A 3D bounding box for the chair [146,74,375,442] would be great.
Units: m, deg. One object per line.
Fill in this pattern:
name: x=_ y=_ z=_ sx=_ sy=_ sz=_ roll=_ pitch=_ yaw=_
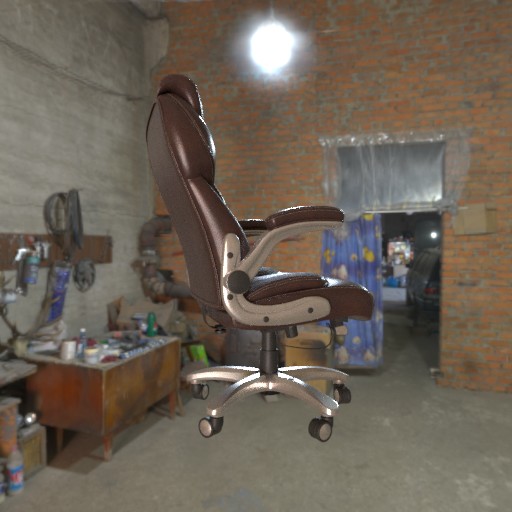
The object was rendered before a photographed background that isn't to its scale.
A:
chair: x=0.000 y=0.000 z=1.657 sx=0.774 sy=1.160 sz=0.733 roll=0 pitch=1 yaw=-18
